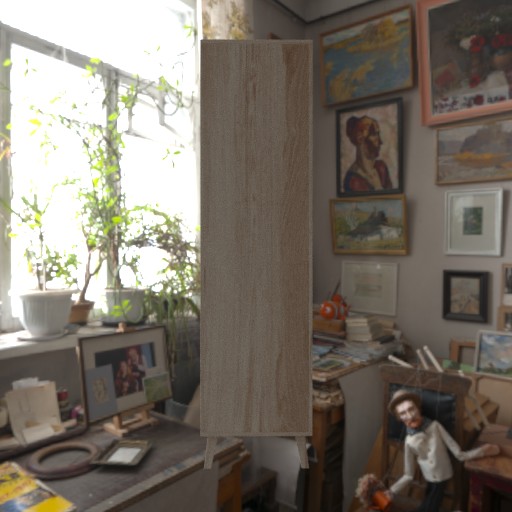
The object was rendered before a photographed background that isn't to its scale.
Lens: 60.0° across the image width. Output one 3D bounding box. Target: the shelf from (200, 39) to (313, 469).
[{"bbox_3d":[0.000,0.000,2.237,0.510,1.960,0.450,0,1,-1],"label":"shelf"}]
